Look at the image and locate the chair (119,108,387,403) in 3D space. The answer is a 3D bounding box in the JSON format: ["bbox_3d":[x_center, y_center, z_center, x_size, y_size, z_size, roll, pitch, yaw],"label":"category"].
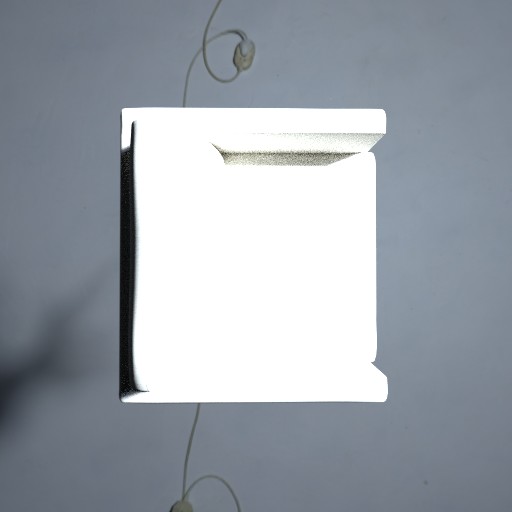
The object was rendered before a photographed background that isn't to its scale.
[{"bbox_3d":[0.000,0.000,1.618,0.875,0.806,0.964,0,89,-1],"label":"chair"}]
